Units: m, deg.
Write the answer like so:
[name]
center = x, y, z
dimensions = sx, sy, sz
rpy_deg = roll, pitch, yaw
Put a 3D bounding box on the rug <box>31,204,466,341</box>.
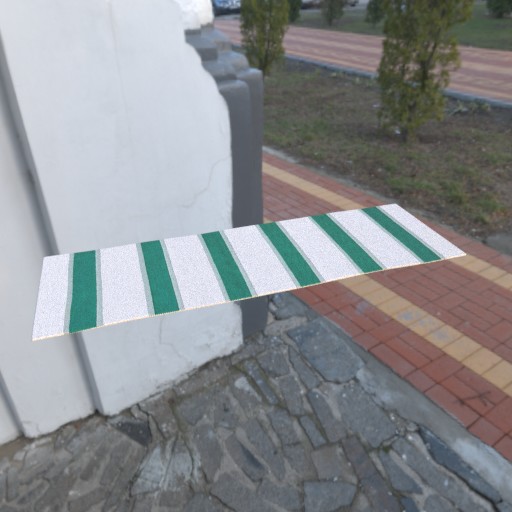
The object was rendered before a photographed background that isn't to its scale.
[rug]
center = 0.000, 0.000, 2.680
dimensions = 2.438, 0.012, 0.768
rpy_deg = -10, 33, -15
